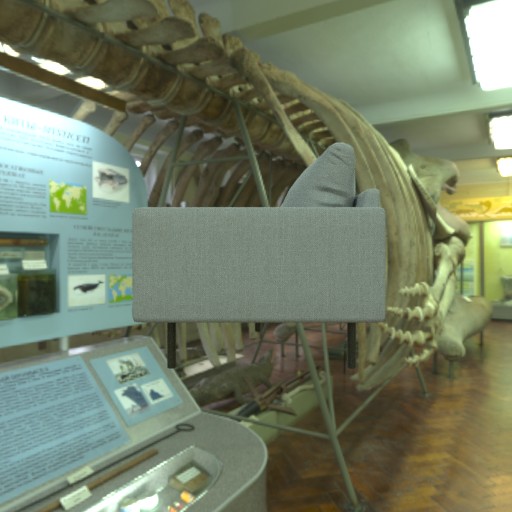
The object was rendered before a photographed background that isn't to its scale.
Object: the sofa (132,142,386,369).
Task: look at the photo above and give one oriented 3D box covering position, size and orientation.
[{"bbox_3d":[0.000,0.000,2.433,0.850,0.830,2.000,0,0,0],"label":"sofa"}]
